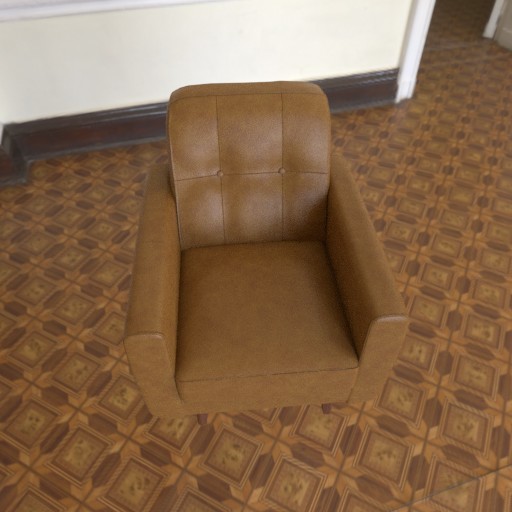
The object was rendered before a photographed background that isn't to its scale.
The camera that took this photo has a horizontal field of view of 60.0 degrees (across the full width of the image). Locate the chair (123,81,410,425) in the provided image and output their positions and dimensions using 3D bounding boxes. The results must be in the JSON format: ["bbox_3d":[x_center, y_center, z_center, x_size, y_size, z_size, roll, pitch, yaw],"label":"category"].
[{"bbox_3d":[0.000,0.000,1.670,0.845,0.968,0.942,-4,45,-4],"label":"chair"}]
